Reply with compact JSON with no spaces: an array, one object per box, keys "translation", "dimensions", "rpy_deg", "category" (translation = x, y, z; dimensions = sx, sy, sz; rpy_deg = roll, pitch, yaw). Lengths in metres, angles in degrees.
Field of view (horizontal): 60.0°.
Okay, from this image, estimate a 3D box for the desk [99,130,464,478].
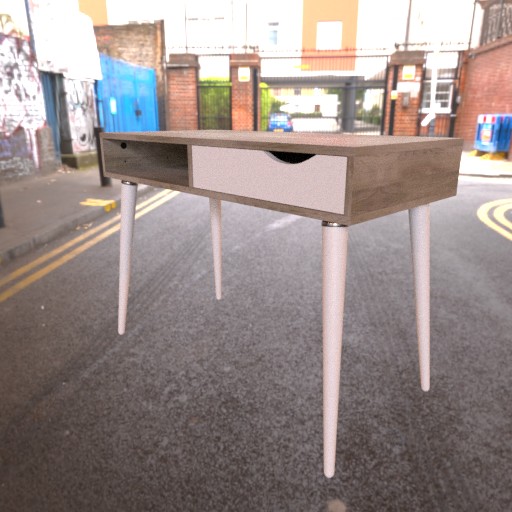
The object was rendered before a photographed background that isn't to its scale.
[{"translation":[0.000,0.000,1.372],"dimensions":[0.491,0.723,0.979],"rpy_deg":[-16,24,-42],"category":"desk"}]
